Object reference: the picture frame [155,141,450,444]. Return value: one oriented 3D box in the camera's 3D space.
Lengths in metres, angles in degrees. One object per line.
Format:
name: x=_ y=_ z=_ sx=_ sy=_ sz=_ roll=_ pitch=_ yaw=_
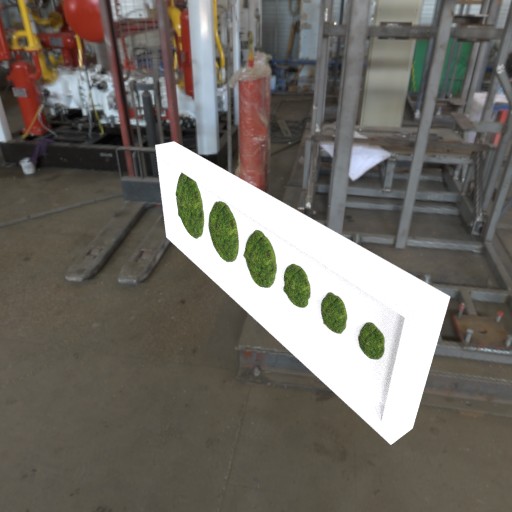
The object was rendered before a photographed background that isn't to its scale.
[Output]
picture frame: x=0.000 y=0.000 z=0.861 sx=0.050 sy=0.250 sz=0.759 roll=-20 pitch=37 yaw=-29
